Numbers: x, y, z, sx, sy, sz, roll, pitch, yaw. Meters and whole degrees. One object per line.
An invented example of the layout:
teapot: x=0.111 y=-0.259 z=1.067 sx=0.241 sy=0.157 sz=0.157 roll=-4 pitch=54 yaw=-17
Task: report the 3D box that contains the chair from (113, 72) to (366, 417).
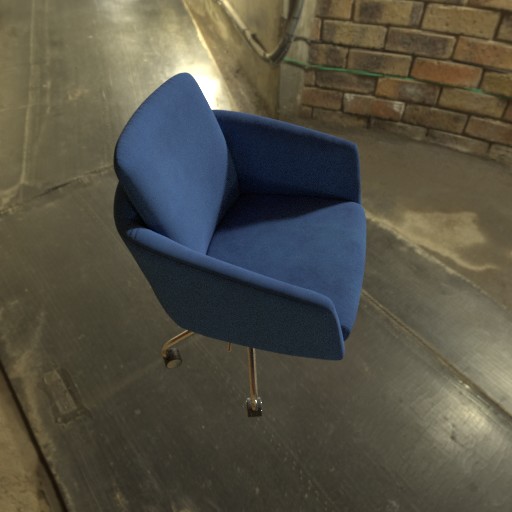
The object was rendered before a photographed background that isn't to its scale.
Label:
chair: x=0.000 y=0.000 z=1.340 sx=0.635 sy=0.908 sz=0.641 roll=10 pitch=48 yaw=9
